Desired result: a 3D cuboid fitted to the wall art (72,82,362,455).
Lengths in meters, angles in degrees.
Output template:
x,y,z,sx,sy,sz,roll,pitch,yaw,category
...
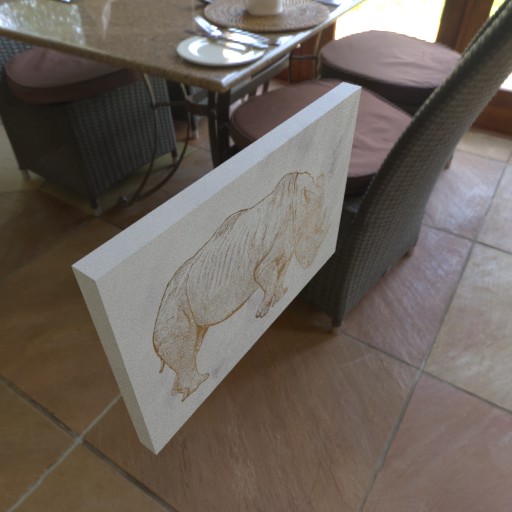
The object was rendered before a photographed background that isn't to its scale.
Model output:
x,y,z,sx,sy,sz,roll,pitch,yaw,category
0.000,0.000,0.775,0.038,0.407,0.609,26,49,25,wall art
